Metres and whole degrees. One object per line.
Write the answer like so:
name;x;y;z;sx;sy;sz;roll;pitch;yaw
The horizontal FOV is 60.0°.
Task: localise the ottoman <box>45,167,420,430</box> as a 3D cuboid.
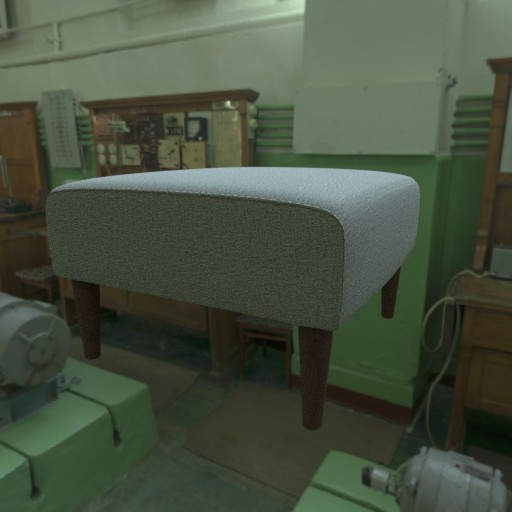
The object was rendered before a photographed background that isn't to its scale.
ottoman;0.000;0.000;1.044;0.649;0.398;0.650;7;16;28
